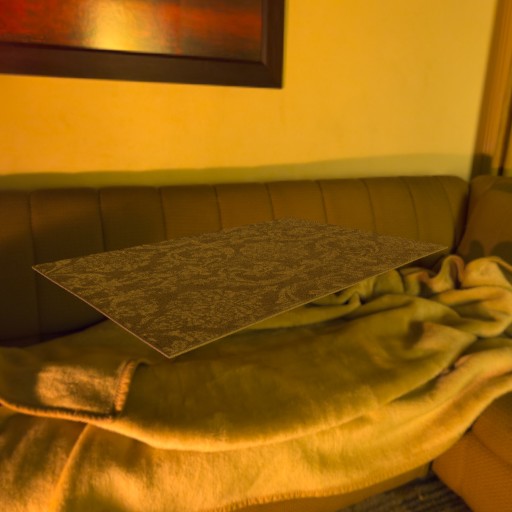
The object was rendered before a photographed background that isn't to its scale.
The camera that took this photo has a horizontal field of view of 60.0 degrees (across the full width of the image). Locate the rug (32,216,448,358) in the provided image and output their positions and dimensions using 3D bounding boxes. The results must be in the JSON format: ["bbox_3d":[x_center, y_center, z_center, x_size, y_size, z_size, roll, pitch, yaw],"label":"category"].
[{"bbox_3d":[0.000,0.000,2.305,1.824,0.012,1.206,-15,21,-41],"label":"rug"}]
